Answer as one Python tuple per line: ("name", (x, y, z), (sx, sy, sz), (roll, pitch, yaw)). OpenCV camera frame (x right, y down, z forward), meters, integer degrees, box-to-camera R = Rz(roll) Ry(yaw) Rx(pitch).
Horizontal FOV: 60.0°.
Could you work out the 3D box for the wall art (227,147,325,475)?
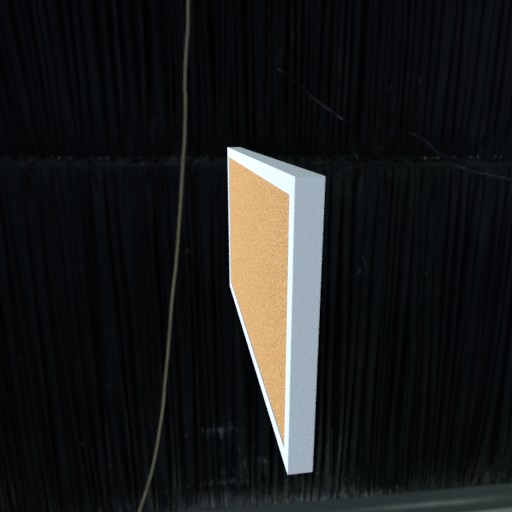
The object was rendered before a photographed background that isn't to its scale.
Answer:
("wall art", (0.000, 0.000, 0.974), (0.038, 0.431, 0.812), (-3, 16, -9))
